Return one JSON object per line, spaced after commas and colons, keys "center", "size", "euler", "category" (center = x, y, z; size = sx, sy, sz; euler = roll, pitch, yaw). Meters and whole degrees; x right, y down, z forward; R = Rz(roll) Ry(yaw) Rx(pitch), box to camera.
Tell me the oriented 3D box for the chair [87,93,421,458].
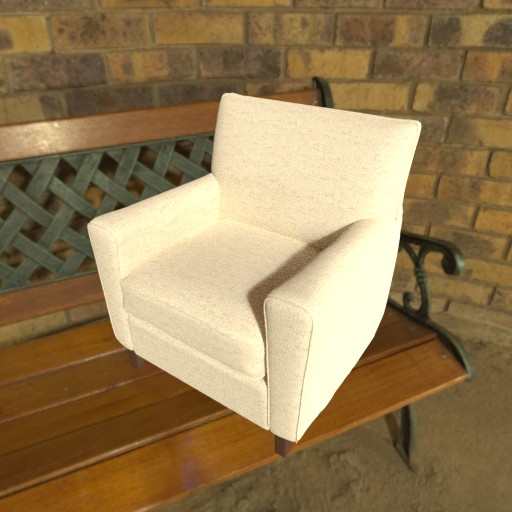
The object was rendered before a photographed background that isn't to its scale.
{"center": [0.000, 0.000, 1.625], "size": [0.870, 0.943, 0.823], "euler": [20, 36, 29], "category": "chair"}
